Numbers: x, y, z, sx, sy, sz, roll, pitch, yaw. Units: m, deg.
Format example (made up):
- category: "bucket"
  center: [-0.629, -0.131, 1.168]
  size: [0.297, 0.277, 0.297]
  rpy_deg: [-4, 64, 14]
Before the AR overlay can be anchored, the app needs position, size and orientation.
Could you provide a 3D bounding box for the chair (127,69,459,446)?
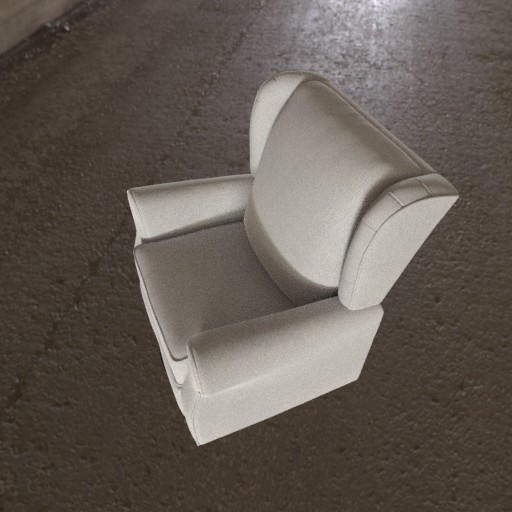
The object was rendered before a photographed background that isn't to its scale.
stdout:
- category: "chair"
  center: [0.000, 0.000, 1.618]
  size: [0.854, 0.967, 0.906]
  rpy_deg: [-18, 50, -16]
